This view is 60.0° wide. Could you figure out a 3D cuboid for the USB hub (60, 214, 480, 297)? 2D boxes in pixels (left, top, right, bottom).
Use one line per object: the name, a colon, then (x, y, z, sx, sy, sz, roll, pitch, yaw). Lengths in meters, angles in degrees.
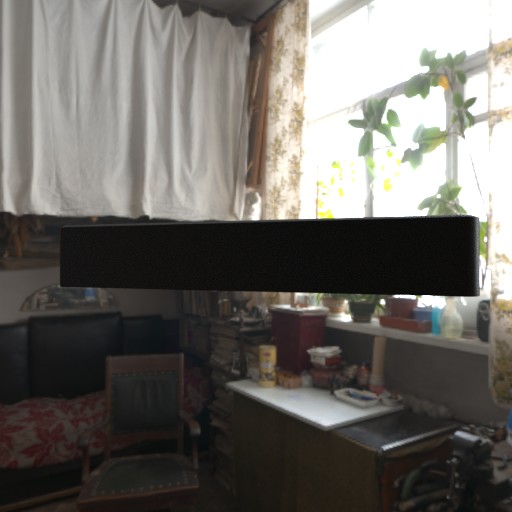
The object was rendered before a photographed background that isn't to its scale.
USB hub: (0.000, 0.000, 0.165, 0.145, 0.023, 0.044, 0, 0, 18)
